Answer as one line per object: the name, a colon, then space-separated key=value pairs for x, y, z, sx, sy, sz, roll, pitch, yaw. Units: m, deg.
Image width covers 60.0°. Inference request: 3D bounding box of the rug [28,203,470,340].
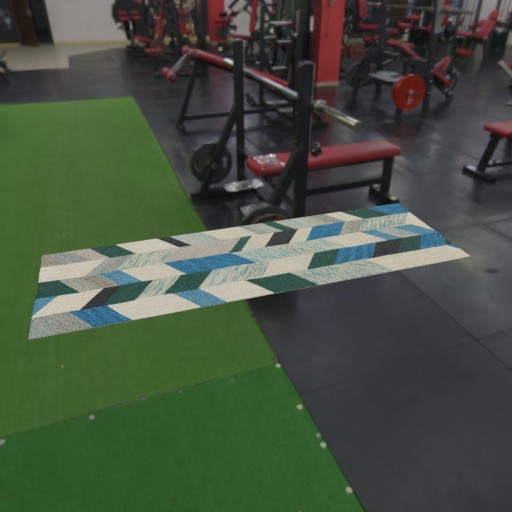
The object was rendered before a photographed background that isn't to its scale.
rug: x=0.000 y=0.000 z=2.645 sx=2.437 sy=0.008 sz=0.774 roll=-9 pitch=33 yaw=-15
